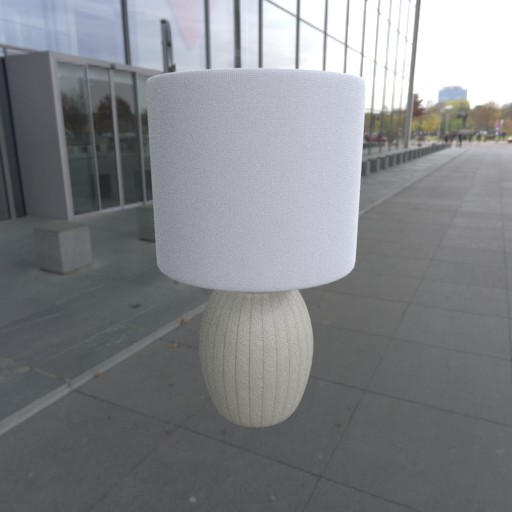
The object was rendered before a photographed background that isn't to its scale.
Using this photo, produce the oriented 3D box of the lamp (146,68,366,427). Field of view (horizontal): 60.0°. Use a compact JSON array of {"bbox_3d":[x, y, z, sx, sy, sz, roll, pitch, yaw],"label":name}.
[{"bbox_3d":[0.000,0.000,0.751,0.329,0.570,0.329,14,21,41],"label":"lamp"}]
